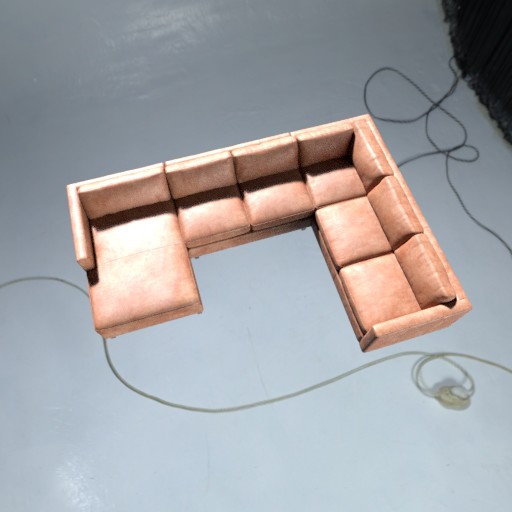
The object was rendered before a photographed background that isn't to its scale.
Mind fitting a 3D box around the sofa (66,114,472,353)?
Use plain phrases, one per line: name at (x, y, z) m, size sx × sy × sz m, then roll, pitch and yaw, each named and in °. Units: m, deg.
sofa at (0.000, 0.000, 4.577) m, size 3.401 × 0.832 × 2.430 m, roll -15°, pitch 65°, yaw -7°
